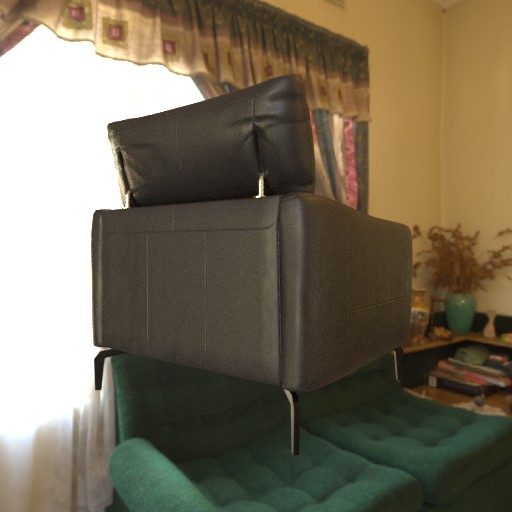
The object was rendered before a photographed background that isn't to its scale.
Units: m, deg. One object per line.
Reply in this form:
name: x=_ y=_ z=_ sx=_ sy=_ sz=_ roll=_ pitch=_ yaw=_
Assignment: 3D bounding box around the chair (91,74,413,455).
chair: x=0.000 y=0.000 z=1.634 sx=0.976 sy=0.949 sz=0.809 roll=1 pitch=1 yaw=37
